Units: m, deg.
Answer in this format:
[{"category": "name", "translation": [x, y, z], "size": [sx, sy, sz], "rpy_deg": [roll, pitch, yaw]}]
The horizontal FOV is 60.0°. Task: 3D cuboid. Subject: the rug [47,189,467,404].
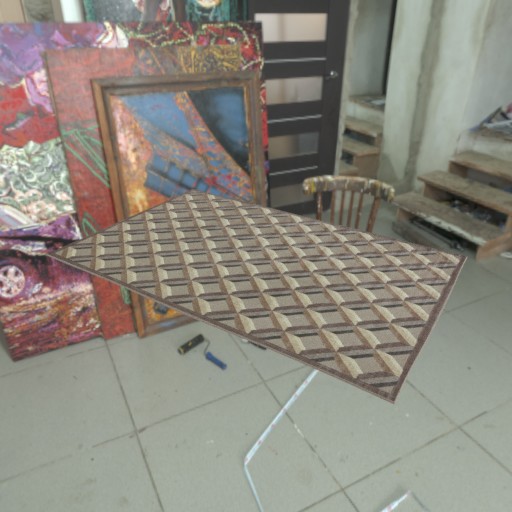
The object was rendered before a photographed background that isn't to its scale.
[{"category": "rug", "translation": [0.000, 0.000, 2.086], "size": [1.677, 0.011, 1.066], "rpy_deg": [17, 33, 29]}]
